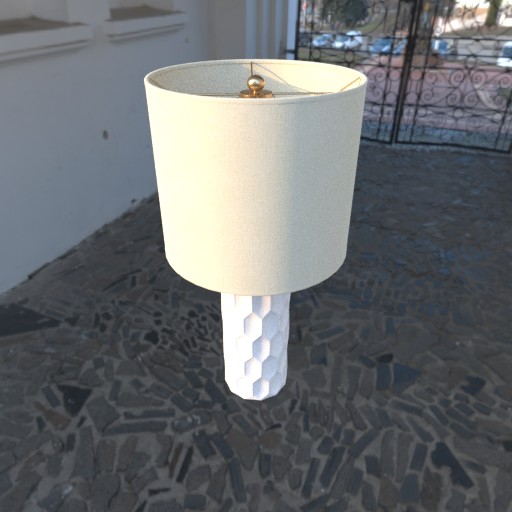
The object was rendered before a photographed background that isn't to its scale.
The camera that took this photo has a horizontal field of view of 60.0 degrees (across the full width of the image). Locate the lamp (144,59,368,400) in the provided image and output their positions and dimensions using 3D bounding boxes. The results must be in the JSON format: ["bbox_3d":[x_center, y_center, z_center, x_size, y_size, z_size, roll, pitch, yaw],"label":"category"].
[{"bbox_3d":[0.000,0.000,0.700,0.277,0.537,0.277,20,37,30],"label":"lamp"}]
